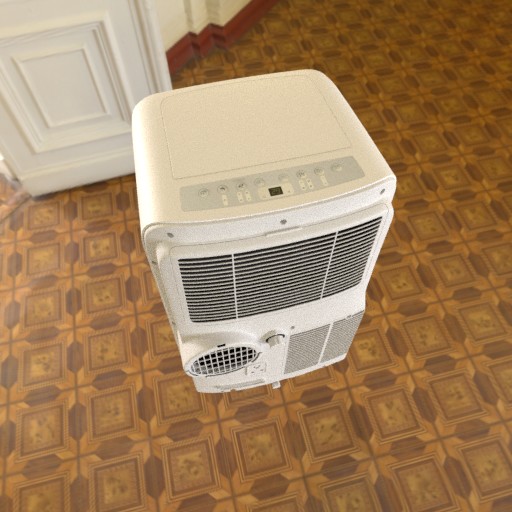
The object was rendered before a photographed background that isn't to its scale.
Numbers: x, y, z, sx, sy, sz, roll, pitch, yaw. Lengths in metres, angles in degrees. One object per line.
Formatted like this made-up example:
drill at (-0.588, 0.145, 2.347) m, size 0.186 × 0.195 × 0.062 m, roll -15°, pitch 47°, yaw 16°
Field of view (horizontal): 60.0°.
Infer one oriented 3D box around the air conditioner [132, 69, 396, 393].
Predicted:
air conditioner at (0.000, 0.000, 1.082) m, size 0.478 × 0.765 × 0.467 m, roll -12°, pitch 58°, yaw -8°
